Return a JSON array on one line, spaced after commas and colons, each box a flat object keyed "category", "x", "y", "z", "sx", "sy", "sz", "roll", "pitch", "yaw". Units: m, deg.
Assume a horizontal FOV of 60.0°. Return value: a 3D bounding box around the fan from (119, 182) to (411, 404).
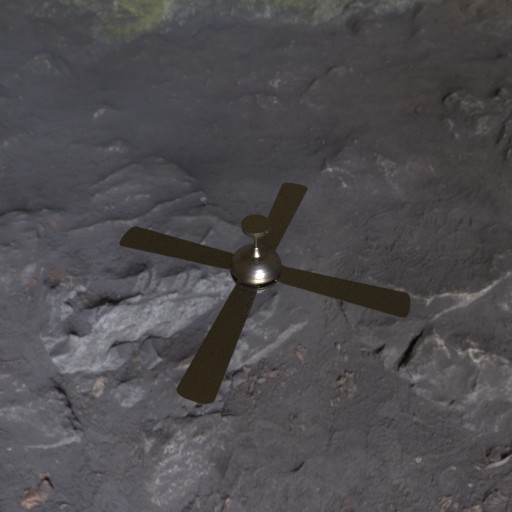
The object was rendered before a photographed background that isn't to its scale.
[{"category": "fan", "x": 0.000, "y": 0.000, "z": 1.985, "sx": 1.321, "sy": 0.381, "sz": 1.321, "roll": 30, "pitch": 52, "yaw": 27}]
